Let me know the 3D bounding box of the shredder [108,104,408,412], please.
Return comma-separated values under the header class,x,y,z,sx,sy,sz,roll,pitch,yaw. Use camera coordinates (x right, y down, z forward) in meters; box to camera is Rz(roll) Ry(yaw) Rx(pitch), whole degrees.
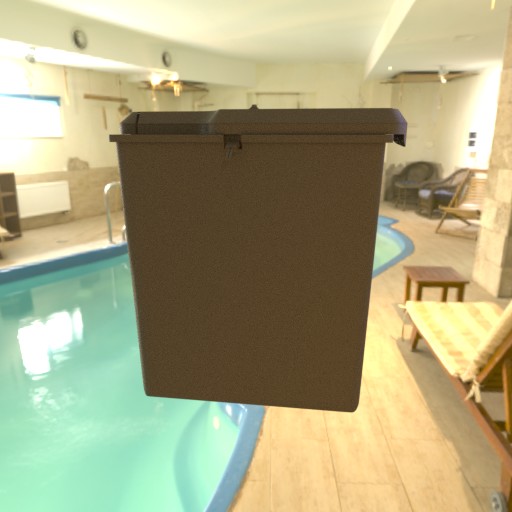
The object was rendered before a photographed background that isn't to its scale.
class,x,y,z,sx,sy,sz,roll,pitch,yaw
shredder,0.000,0.000,0.523,0.320,0.335,0.170,2,16,7
